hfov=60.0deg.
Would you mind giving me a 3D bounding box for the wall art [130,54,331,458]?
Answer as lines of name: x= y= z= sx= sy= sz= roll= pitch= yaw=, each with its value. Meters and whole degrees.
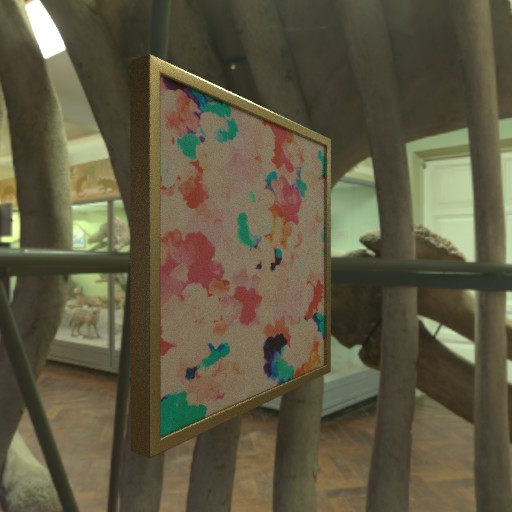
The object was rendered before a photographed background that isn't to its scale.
wall art: x=0.000 y=0.000 z=0.775 sx=0.037 sy=0.509 sz=0.510 roll=0 pitch=0 yaw=36
